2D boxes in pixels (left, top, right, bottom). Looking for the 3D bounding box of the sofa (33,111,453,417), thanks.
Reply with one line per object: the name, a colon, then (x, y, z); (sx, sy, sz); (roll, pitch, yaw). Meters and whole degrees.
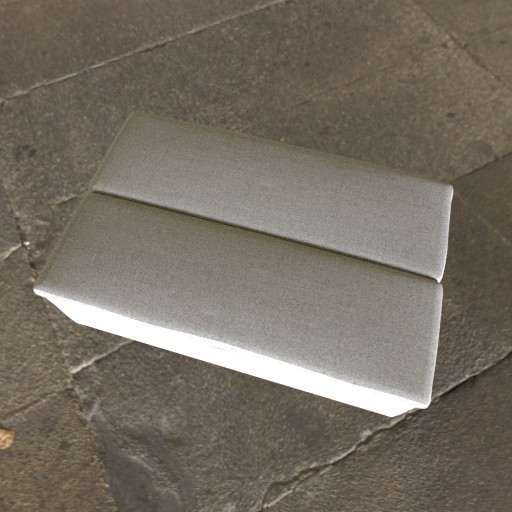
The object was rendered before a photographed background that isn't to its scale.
sofa: (0.000, 0.000, 1.637); (1.250, 0.434, 0.817); (15, 64, 7)
